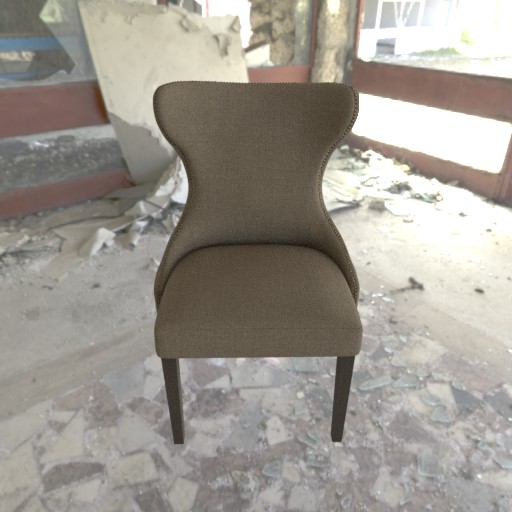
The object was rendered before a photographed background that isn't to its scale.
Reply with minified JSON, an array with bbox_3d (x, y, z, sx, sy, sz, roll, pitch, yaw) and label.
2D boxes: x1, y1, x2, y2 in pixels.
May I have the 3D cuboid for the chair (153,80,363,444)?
[{"bbox_3d":[0.000,0.000,1.383,0.628,0.967,0.635,0,29,-1],"label":"chair"}]
